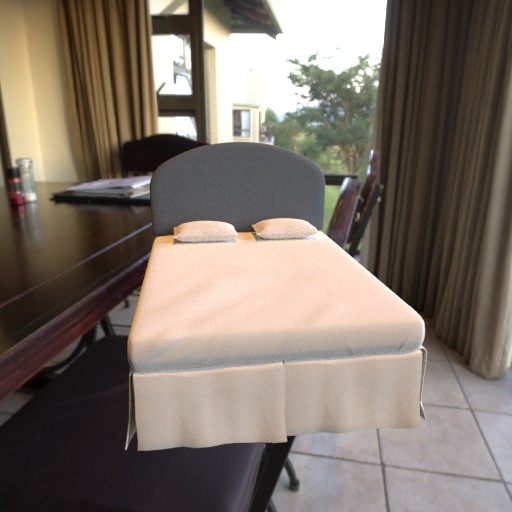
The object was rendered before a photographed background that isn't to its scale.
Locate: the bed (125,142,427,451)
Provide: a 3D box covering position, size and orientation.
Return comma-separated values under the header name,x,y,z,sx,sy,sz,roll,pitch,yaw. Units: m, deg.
name,x,y,z,sx,sy,sz,roll,pitch,yaw
bed,0.000,0.000,3.015,1.607,1.410,2.005,-3,18,-8
